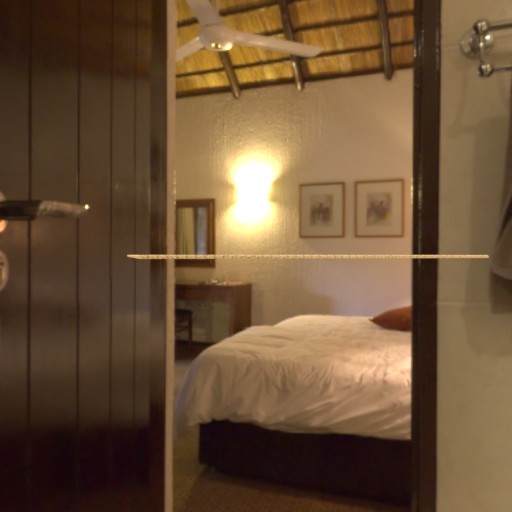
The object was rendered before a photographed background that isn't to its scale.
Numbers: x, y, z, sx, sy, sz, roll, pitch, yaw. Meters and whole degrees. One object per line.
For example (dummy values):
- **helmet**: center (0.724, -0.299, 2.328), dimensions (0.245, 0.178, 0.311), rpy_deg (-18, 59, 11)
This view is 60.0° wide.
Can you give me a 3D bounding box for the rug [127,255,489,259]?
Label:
- **rug**: center (0.000, 0.000, 2.780), dimensions (1.509, 0.013, 2.144), rpy_deg (0, 0, -17)
